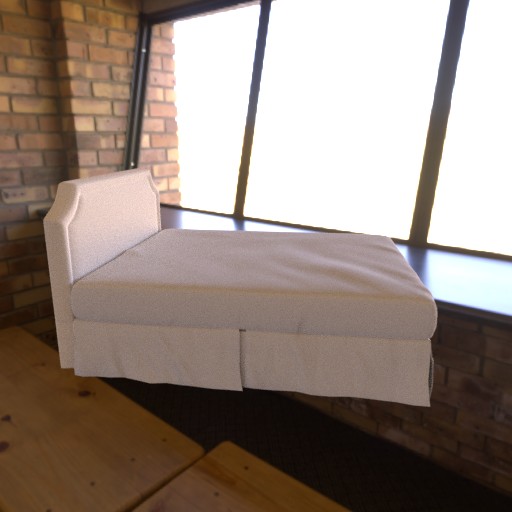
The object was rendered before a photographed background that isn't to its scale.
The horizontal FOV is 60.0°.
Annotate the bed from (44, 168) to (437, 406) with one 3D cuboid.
[{"bbox_3d":[0.000,0.000,3.606,2.498,1.293,1.977,2,15,8],"label":"bed"}]
